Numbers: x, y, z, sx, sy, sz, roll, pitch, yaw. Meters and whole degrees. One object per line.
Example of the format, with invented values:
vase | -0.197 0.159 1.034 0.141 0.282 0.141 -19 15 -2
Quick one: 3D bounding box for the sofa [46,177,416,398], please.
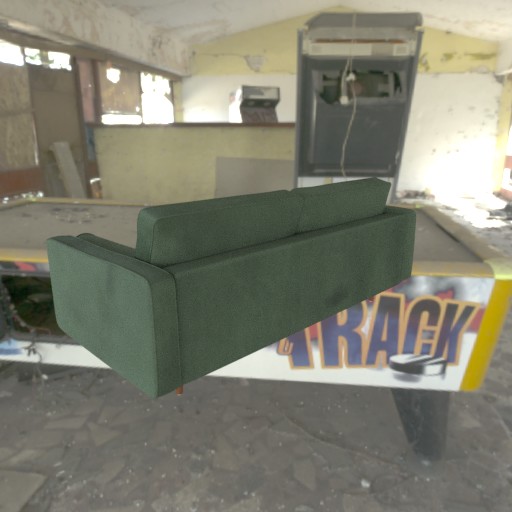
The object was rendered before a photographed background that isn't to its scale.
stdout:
sofa | 0.000 0.000 2.401 1.880 0.772 0.916 -15 22 -42
